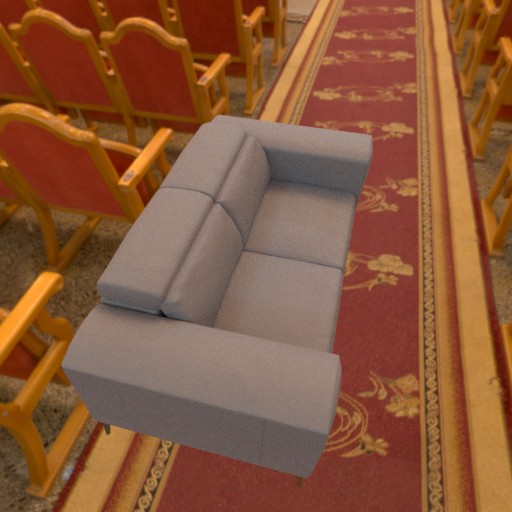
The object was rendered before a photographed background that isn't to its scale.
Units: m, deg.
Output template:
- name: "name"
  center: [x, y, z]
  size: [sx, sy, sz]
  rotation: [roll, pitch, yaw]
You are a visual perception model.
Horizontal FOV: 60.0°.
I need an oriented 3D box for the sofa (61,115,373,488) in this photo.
- name: "sofa"
  center: [0.000, 0.000, 2.305]
  size: [1.003, 0.779, 1.895]
  rotation: [11, 47, 10]
